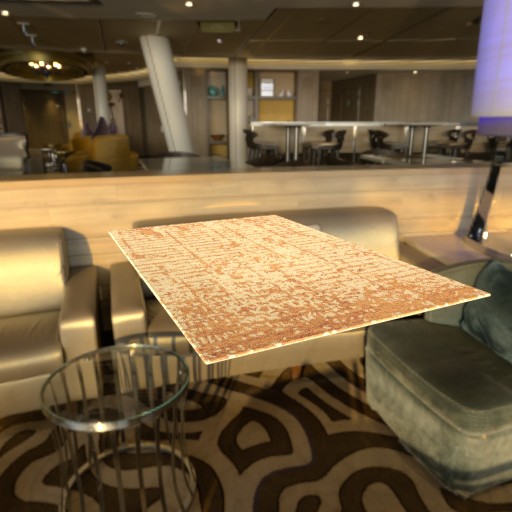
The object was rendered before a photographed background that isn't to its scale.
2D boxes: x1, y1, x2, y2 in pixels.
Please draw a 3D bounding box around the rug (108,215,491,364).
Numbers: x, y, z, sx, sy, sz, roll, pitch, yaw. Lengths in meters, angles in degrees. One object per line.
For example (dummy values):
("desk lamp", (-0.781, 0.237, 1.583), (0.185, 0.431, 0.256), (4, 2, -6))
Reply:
("rug", (0.000, 0.000, 2.318), (1.219, 0.011, 1.829), (-8, 18, -25))
